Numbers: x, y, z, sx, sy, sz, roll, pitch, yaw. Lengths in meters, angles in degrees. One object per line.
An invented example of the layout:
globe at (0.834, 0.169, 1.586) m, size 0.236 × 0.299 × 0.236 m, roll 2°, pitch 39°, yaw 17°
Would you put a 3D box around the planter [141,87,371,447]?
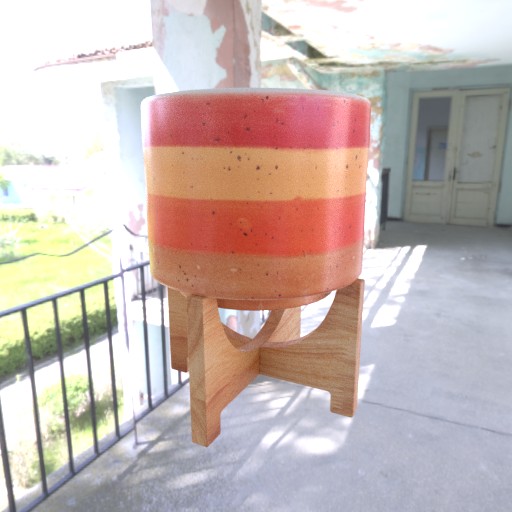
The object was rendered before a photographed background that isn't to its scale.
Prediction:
planter at (0.000, 0.000, 0.408) m, size 0.199 × 0.268 × 0.199 m, roll 0°, pitch 13°, yaw 0°
